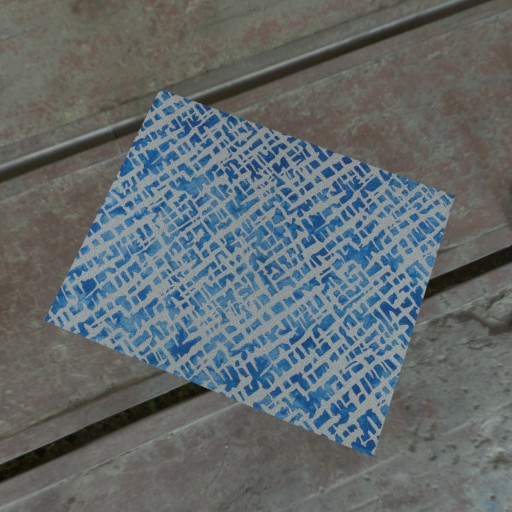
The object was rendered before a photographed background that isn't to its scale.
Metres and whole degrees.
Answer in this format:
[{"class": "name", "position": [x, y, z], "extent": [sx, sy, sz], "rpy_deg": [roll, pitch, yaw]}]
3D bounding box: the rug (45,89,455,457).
[{"class": "rug", "position": [0.000, 0.000, 3.977], "extent": [3.007, 0.007, 2.435], "rpy_deg": [21, 78, 5]}]
